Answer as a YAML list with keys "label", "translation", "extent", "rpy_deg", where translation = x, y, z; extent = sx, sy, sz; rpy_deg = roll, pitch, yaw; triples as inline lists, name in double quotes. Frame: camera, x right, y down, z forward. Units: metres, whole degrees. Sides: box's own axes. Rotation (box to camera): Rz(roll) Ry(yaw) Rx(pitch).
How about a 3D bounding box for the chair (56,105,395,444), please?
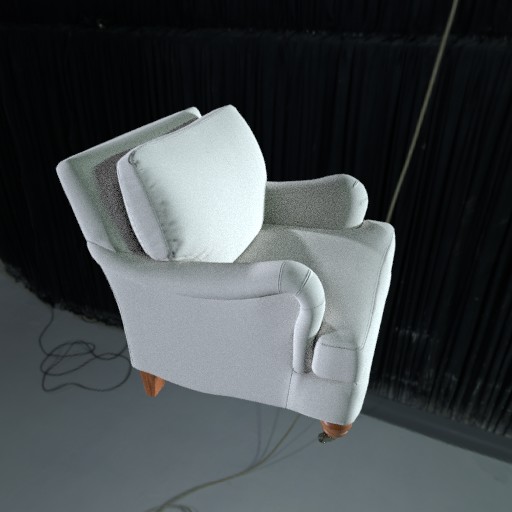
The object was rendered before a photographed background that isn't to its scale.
- label: "chair"
  translation: [0.000, 0.000, 1.835]
  extent: [1.070, 1.038, 0.955]
  rpy_deg: [11, 32, 18]
